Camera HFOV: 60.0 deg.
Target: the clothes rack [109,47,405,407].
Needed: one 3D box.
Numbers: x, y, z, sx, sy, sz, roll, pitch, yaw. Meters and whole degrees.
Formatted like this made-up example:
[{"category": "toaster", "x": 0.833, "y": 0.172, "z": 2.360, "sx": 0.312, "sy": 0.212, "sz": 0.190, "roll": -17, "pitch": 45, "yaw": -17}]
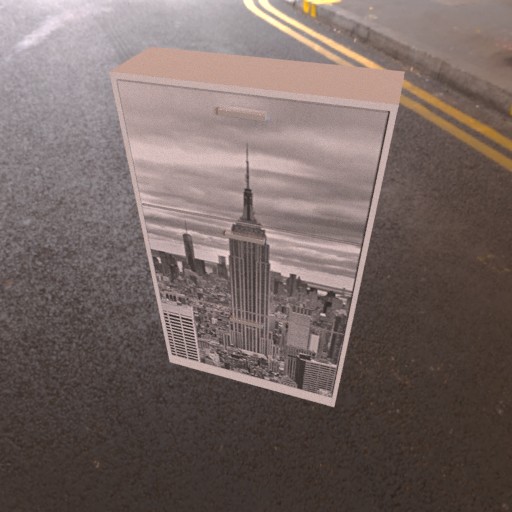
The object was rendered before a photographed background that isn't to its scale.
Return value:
[{"category": "clothes rack", "x": 0.000, "y": 0.000, "z": 1.589, "sx": 0.750, "sy": 1.280, "sz": 0.250, "roll": 12, "pitch": 42, "yaw": 13}]
